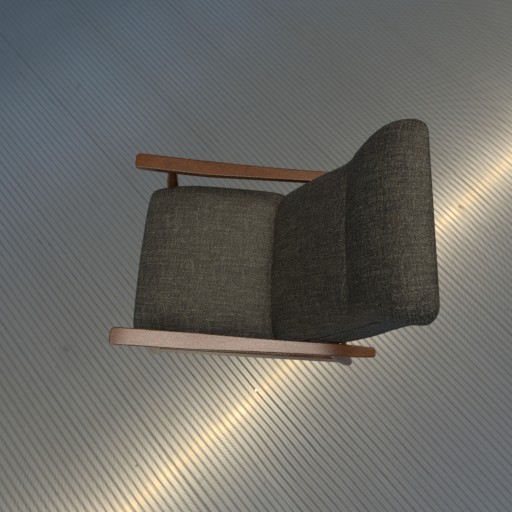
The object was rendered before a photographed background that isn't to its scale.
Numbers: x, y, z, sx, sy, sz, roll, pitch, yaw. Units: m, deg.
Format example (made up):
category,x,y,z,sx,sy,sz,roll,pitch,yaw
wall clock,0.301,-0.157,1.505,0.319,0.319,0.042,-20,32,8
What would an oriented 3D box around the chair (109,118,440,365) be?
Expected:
category,x,y,z,sx,sy,sz,roll,pitch,yaw
chair,0.000,0.000,1.757,1.014,1.082,0.762,3,73,1
